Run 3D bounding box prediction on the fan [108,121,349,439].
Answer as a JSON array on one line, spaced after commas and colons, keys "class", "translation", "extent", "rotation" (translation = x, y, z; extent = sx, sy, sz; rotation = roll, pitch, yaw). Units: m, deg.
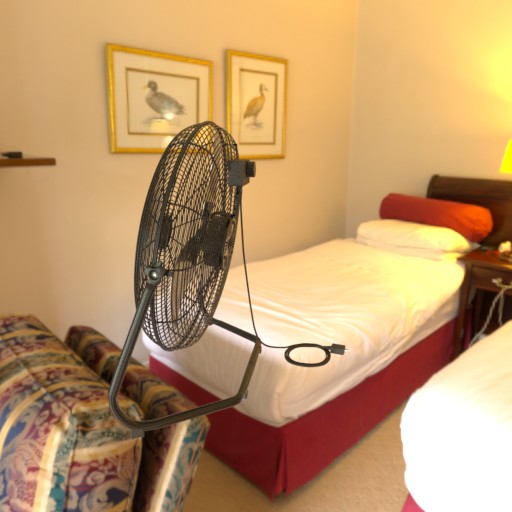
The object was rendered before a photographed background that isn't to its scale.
[{"class": "fan", "translation": [0.000, 0.000, 0.933], "extent": [0.424, 0.546, 0.555], "rotation": [2, 15, 9]}]
